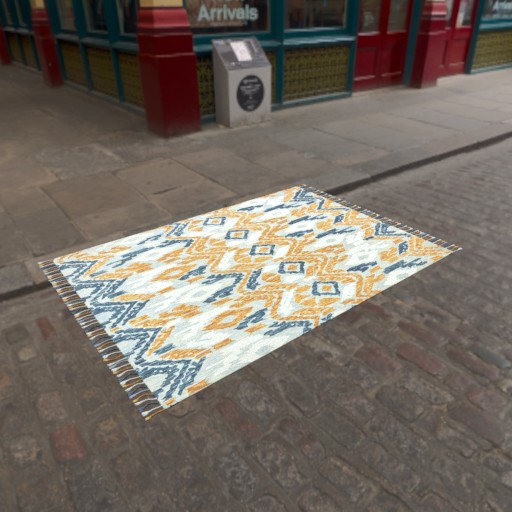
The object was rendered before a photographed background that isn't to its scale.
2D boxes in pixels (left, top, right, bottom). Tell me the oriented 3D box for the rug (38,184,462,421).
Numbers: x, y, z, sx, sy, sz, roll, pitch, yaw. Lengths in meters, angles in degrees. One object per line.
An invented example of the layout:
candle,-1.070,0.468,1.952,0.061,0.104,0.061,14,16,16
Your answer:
rug,0.000,0.000,2.285,1.827,0.008,1.230,-21,36,-32
